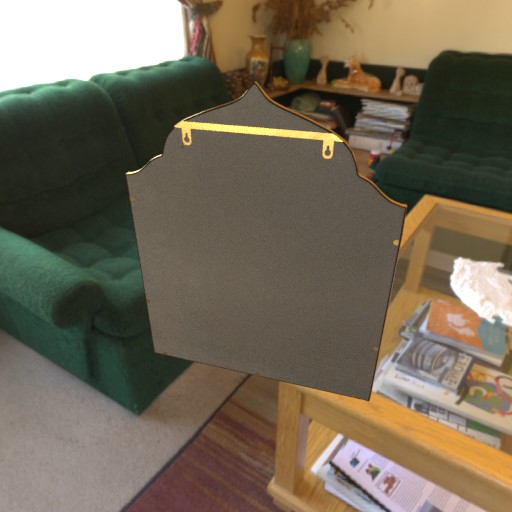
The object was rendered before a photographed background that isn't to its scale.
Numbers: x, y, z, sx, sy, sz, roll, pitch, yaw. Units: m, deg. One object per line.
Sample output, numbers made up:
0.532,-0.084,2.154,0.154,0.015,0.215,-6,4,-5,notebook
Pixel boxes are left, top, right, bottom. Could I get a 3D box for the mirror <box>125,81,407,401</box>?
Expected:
0.000,0.000,0.853,0.513,0.635,0.018,9,33,14,mirror
